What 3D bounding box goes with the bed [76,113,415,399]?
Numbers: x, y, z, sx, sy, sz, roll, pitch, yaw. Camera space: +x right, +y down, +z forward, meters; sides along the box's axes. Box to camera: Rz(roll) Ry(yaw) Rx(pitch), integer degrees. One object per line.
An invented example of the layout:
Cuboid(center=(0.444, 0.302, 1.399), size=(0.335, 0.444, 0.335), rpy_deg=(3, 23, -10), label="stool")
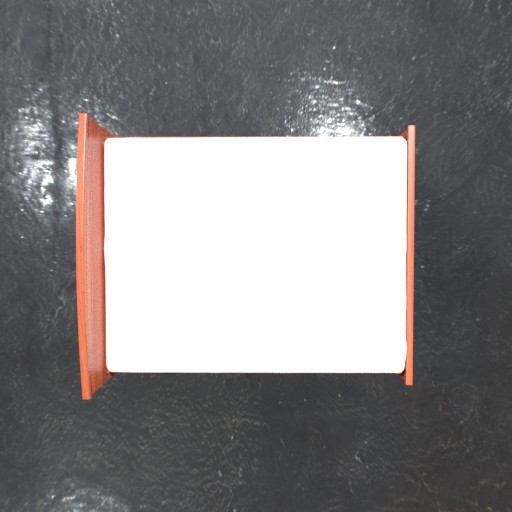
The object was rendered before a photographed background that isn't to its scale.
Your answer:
Cuboid(center=(0.000, 0.000, 2.954), size=(2.053, 0.848, 1.683), rpy_deg=(0, 92, 0), label="bed")
